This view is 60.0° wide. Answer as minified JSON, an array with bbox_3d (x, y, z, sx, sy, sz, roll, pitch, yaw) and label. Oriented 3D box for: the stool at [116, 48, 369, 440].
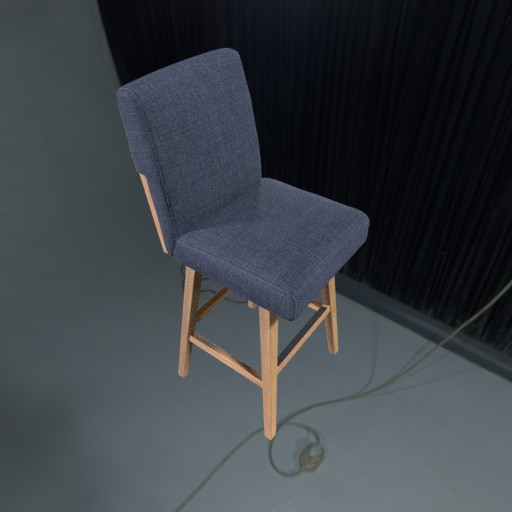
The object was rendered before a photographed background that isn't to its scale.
[{"bbox_3d":[0.000,0.000,1.435,0.570,1.112,0.483,26,47,27],"label":"stool"}]
